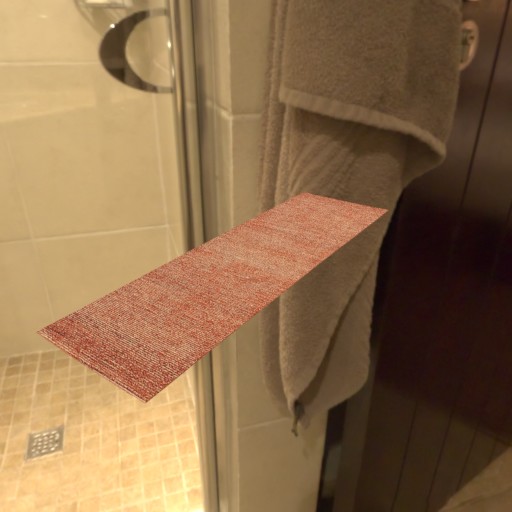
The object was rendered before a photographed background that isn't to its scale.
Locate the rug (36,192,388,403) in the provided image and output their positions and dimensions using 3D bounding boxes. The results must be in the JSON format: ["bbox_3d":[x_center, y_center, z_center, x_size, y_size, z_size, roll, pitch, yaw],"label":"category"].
[{"bbox_3d":[0.000,0.000,2.626,0.718,0.013,2.353,19,33,32],"label":"rug"}]
